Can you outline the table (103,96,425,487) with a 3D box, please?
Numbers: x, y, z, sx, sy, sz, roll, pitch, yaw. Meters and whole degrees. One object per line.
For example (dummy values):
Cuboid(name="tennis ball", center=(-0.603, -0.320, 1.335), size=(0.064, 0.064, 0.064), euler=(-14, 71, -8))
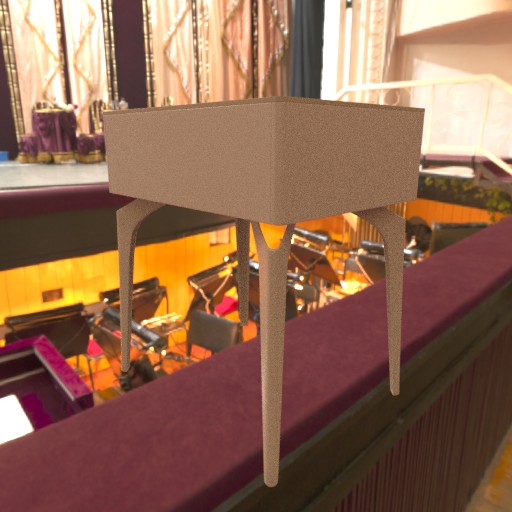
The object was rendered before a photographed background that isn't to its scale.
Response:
Cuboid(name="table", center=(0.000, 0.000, 0.913), size=(0.400, 0.570, 0.500), euler=(-14, 20, -41))
